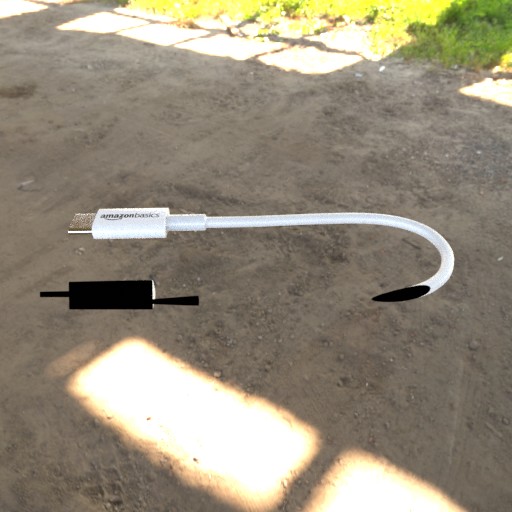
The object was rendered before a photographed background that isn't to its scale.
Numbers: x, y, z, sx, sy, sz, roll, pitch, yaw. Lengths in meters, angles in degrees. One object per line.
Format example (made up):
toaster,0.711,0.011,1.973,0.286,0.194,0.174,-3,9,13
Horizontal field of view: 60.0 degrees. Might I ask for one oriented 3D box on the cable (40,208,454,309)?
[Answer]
cable,0.000,0.000,0.110,0.098,0.006,0.040,-1,40,-1
